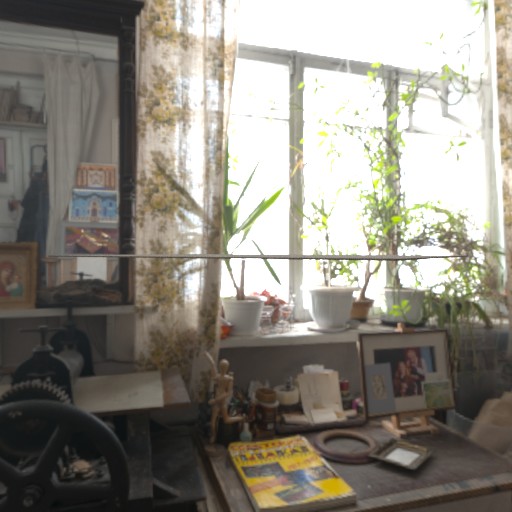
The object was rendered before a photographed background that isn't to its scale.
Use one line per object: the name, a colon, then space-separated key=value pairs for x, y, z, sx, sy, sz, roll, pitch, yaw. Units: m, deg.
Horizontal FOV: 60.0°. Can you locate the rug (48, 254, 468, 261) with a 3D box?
rug: x=0.000 y=0.000 z=2.208 sx=1.752 sy=0.006 sz=1.142 roll=0 pitch=1 yaw=34
